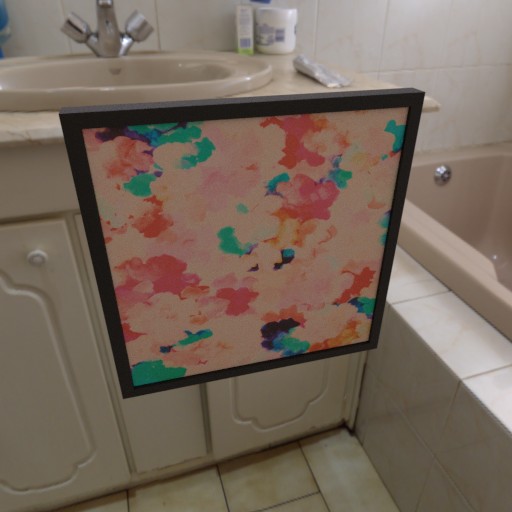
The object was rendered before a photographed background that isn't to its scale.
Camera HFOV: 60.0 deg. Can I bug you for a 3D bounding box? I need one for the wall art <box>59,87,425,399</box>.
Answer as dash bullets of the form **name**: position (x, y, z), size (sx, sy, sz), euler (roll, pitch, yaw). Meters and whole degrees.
- **wall art**: position (0.000, 0.000, 0.739), size (0.506, 0.503, 0.036), euler (-8, 32, -13)
